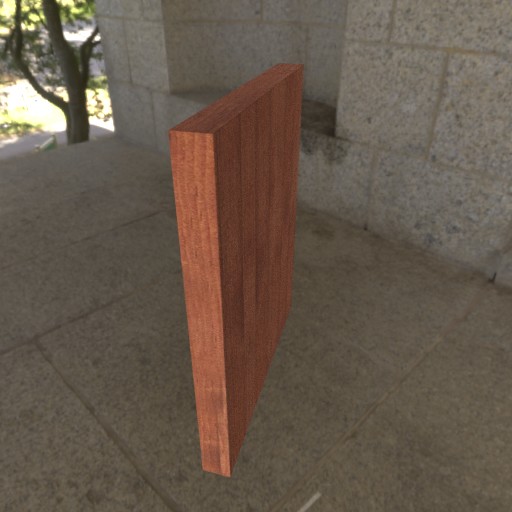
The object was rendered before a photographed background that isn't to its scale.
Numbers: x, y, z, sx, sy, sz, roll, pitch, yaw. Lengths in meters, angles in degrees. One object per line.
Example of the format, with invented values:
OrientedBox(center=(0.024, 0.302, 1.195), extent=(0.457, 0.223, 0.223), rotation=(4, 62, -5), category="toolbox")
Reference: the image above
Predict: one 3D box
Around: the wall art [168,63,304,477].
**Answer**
OrientedBox(center=(0.000, 0.000, 0.622), extent=(0.039, 0.449, 0.377), rotation=(8, 32, 14), category="wall art")
